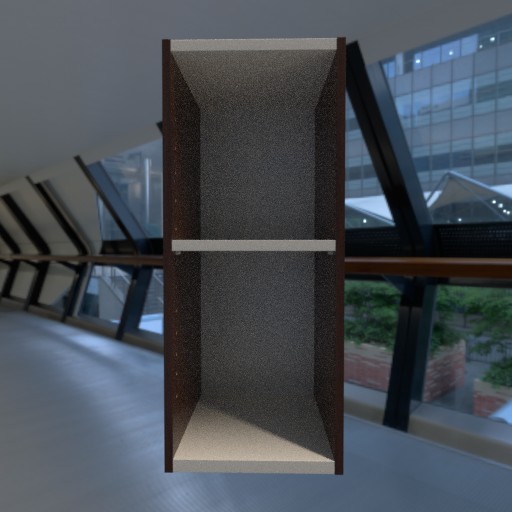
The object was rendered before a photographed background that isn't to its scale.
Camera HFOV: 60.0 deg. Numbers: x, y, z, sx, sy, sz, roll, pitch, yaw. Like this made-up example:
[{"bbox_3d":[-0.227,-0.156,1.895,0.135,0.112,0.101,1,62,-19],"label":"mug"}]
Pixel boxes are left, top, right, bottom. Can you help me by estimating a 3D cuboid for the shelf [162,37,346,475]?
[{"bbox_3d":[0.000,0.000,0.755,0.253,0.600,0.290,0,2,1],"label":"shelf"}]
